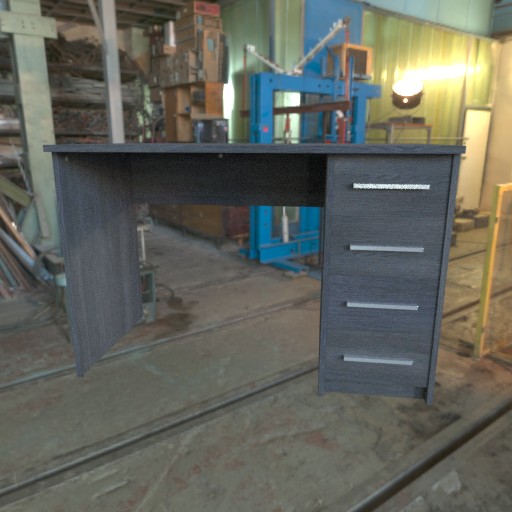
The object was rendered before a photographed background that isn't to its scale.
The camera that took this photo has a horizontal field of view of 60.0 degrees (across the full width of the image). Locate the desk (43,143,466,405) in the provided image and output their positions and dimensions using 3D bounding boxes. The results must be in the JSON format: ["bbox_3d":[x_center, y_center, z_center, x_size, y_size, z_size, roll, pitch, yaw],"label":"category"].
[{"bbox_3d":[0.000,0.000,1.492,1.096,0.730,0.560,2,15,8],"label":"desk"}]
